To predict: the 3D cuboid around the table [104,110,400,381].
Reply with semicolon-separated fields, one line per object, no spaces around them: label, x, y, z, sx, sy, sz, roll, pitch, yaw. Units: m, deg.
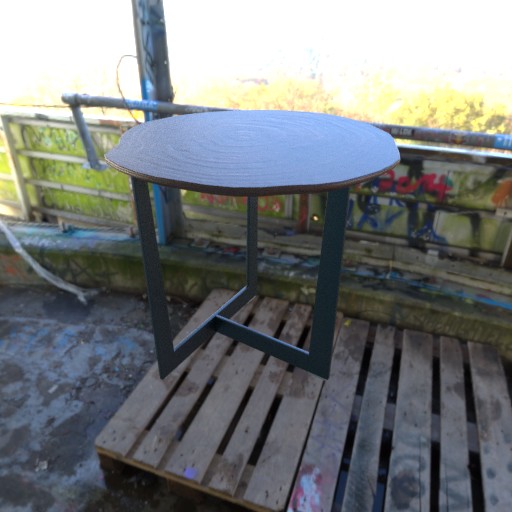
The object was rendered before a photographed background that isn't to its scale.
table;0.000;0.000;0.893;0.494;0.476;0.477;11;32;19
